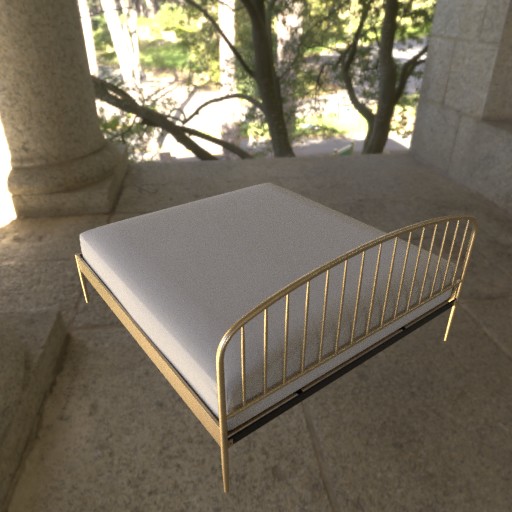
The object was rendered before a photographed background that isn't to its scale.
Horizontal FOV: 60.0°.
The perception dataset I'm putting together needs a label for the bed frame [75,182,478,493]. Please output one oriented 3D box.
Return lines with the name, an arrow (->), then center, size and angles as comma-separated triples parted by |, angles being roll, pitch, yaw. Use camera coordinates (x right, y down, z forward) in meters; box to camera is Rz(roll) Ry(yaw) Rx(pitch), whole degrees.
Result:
bed frame -> 0.000, 0.000, 3.266 | 2.016, 1.174, 2.152 | -20, 35, -32
